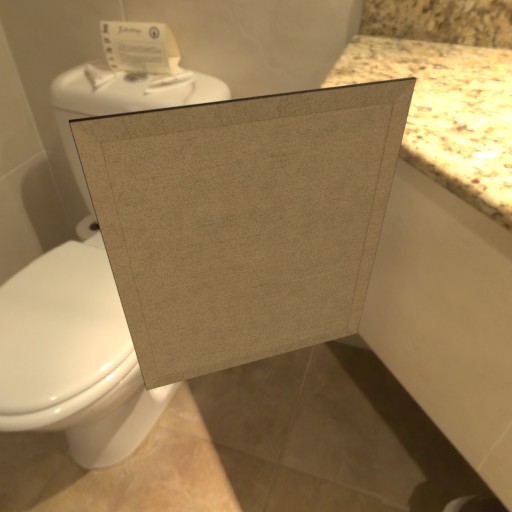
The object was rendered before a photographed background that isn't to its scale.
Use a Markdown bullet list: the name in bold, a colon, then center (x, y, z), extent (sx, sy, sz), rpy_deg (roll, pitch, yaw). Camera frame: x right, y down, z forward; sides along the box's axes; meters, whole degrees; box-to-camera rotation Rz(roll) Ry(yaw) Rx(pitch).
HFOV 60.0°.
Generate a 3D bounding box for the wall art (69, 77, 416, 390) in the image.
- **wall art**: center (0.000, 0.000, 0.622), extent (0.381, 0.457, 0.023), rpy_deg (-12, 42, -14)
